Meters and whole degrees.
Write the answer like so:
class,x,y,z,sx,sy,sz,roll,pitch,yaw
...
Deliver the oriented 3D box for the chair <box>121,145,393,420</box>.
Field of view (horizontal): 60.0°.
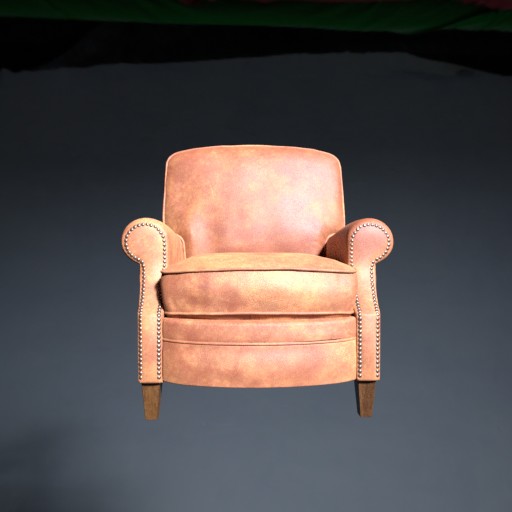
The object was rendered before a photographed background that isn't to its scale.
class,x,y,z,sx,sy,sz,roll,pitch,yaw
chair,0.000,0.000,1.783,0.936,1.018,0.986,0,2,-2
